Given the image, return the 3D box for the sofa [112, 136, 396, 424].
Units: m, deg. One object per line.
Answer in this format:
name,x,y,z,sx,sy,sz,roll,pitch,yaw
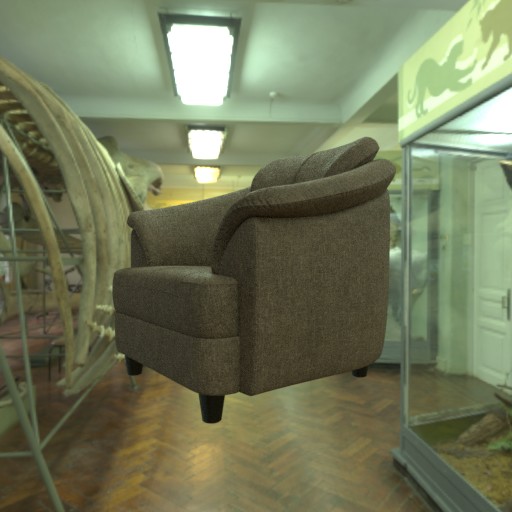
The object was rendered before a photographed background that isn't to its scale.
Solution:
sofa,0.000,0.000,1.504,0.794,0.811,0.870,-1,1,-36
